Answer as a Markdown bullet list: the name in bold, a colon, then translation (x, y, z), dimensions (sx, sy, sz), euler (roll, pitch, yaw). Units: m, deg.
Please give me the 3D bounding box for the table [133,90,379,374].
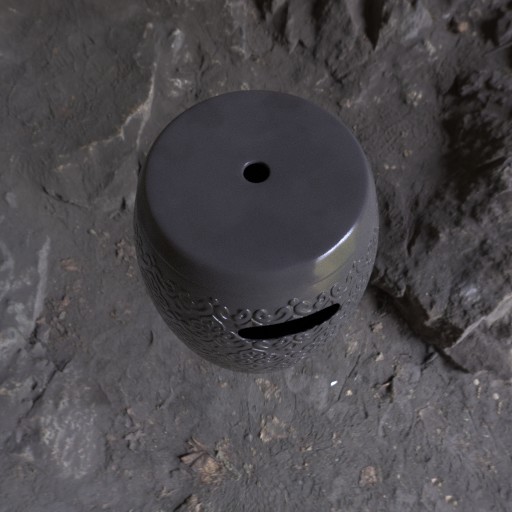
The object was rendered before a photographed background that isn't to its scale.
- **table**: translation (0.000, 0.000, 0.627), dimensions (0.309, 0.397, 0.309), euler (0, 64, 0)
